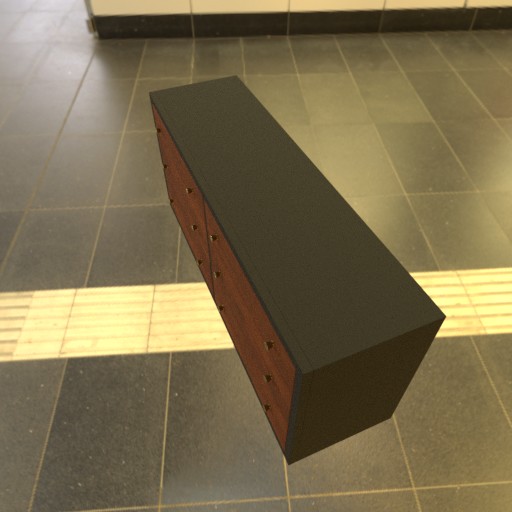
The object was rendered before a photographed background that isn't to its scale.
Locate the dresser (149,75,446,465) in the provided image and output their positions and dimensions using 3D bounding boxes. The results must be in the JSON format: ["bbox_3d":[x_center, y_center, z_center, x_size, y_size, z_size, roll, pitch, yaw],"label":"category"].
[{"bbox_3d":[0.000,0.000,1.952,0.463,0.872,1.558,-18,50,-16],"label":"dresser"}]
